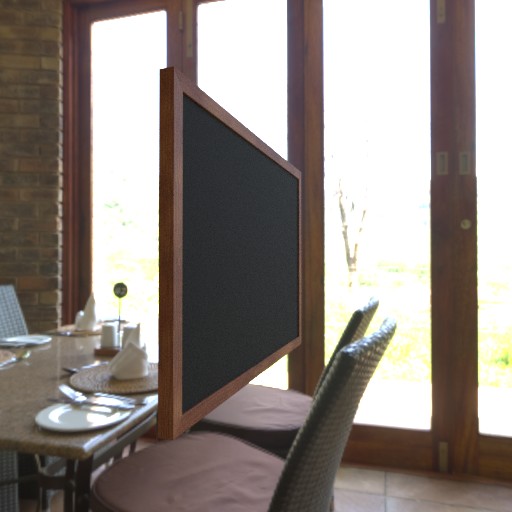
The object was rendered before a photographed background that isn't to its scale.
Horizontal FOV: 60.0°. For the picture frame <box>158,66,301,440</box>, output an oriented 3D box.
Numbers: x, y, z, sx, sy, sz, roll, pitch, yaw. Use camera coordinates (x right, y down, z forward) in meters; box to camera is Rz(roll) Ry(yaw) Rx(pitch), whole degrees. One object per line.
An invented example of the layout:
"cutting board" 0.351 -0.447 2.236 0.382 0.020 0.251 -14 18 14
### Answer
"picture frame" 0.000 0.000 1.211 0.029 0.640 0.950 0 -1 19
